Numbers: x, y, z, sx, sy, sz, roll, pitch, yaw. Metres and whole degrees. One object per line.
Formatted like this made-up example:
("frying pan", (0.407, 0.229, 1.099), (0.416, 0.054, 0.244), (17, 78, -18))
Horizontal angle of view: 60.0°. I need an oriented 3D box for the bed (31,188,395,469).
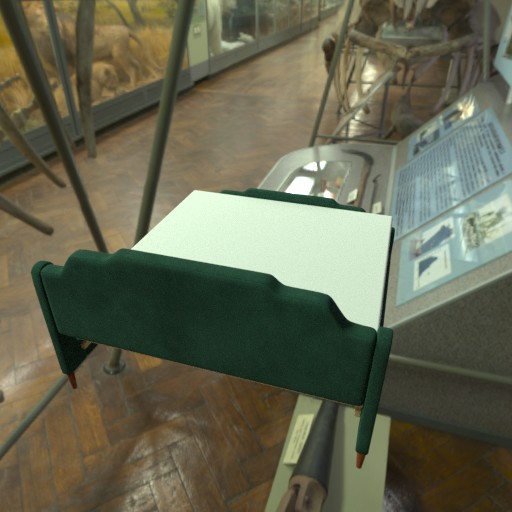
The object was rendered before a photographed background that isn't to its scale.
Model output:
("bed", (0.000, 0.000, 3.492), (2.074, 1.245, 2.340), (10, 33, 15))
